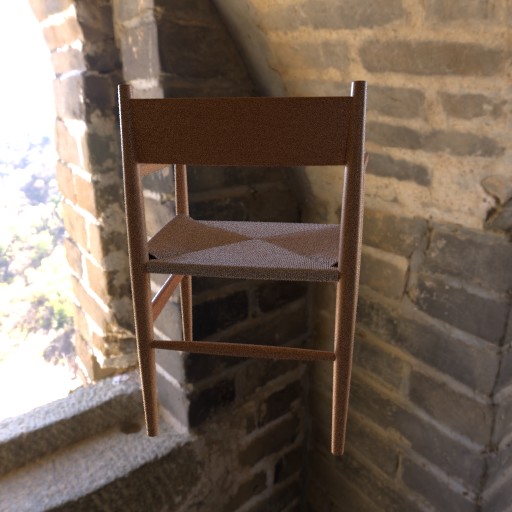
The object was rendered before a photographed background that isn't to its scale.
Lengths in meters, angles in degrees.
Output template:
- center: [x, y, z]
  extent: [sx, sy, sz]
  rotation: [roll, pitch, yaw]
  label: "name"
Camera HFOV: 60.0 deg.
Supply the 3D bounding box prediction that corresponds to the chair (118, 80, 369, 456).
- center: [0.000, 0.000, 1.101]
  extent: [0.556, 0.762, 0.495]
  rotation: [2, 16, 8]
  label: "chair"
